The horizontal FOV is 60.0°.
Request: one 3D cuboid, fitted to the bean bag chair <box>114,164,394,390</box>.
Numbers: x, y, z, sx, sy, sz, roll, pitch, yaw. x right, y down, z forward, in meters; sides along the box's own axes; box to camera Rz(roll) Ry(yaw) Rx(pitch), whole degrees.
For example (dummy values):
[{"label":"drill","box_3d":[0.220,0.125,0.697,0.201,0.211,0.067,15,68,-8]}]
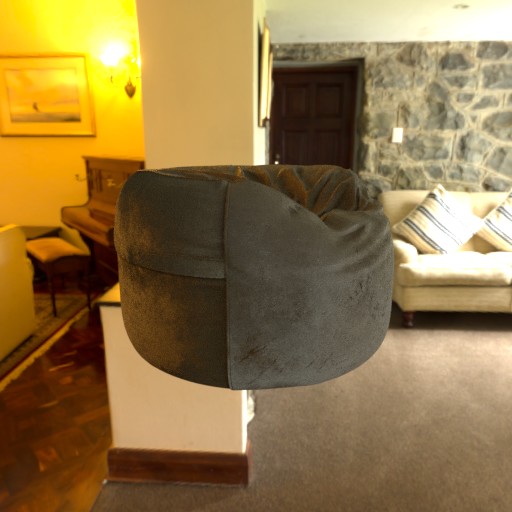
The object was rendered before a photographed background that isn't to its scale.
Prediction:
[{"label":"bean bag chair","box_3d":[0.000,0.000,1.525,0.918,0.605,0.918,0,14,0]}]
